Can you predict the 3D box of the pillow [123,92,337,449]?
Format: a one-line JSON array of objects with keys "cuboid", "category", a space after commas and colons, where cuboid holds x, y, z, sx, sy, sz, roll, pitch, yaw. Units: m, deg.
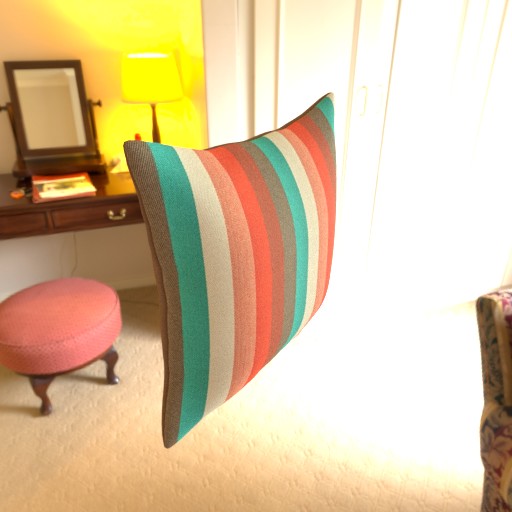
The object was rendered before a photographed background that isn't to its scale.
[{"cuboid": [0.000, 0.000, 0.696, 0.168, 0.443, 0.453, 18, 32, 31], "category": "pillow"}]
